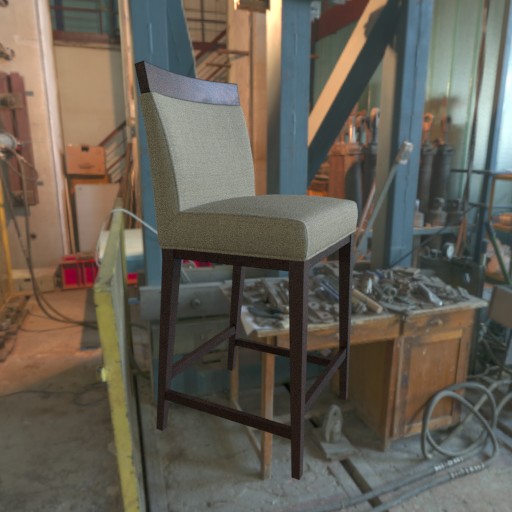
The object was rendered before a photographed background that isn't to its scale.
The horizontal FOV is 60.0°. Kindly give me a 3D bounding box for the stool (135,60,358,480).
[{"bbox_3d":[0.000,0.000,1.283,0.480,1.011,0.463,7,15,27],"label":"stool"}]
